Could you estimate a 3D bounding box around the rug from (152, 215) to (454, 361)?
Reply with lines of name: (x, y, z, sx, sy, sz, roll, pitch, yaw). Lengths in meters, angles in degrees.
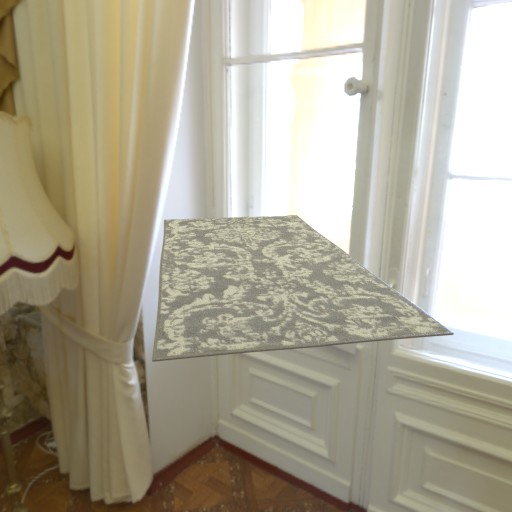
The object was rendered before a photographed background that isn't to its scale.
rug: (0.000, 0.000, 1.428, 0.604, 0.007, 1.219, -3, 17, -10)
